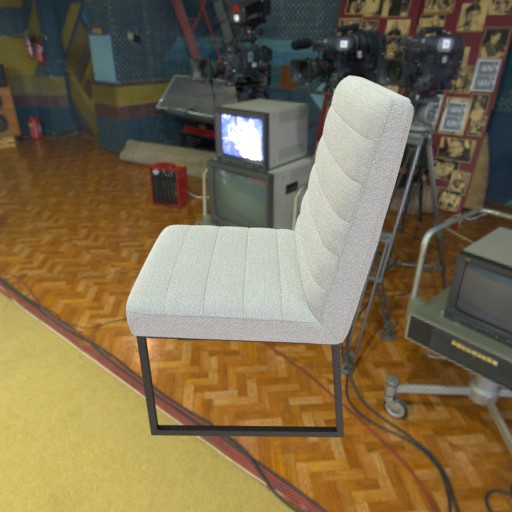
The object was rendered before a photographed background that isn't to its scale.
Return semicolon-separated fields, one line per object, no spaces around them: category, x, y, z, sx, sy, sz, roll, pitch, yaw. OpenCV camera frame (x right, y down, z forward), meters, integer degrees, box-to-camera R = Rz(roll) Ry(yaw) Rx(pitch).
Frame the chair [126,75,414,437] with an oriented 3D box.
chair;0.000;0.000;1.270;0.634;0.930;0.520;0;27;1
